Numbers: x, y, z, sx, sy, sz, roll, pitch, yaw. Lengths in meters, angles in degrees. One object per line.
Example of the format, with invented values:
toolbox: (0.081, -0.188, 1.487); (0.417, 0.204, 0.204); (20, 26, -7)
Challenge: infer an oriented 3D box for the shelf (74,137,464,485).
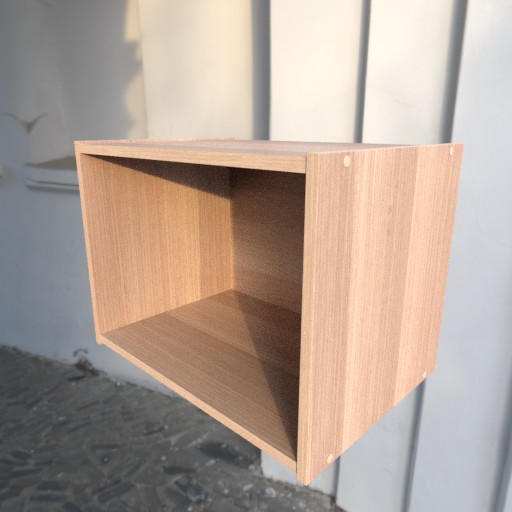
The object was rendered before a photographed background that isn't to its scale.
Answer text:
shelf: (0.000, 0.000, 0.612); (0.415, 0.305, 0.290); (15, 22, 42)
